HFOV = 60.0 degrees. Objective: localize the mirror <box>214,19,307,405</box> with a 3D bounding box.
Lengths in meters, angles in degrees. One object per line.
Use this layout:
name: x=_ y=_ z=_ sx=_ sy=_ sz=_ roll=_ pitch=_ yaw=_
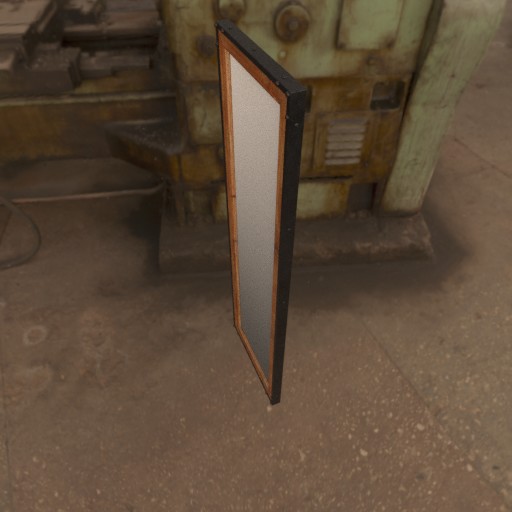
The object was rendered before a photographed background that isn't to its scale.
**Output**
mirror: x=0.000 y=0.000 z=1.192 sx=0.042 sy=1.080 sz=0.354 roll=-17 pitch=48 yaw=-16
